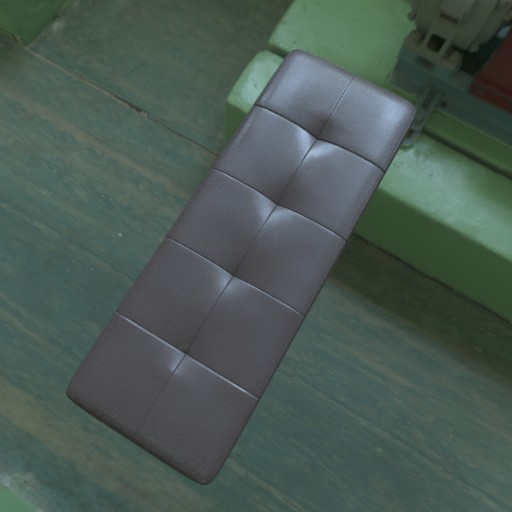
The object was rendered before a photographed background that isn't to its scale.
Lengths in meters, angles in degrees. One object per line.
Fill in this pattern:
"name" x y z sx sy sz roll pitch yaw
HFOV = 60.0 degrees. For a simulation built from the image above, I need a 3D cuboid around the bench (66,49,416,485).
"bench" 0.000 0.000 1.407 0.450 0.417 1.219 29 77 7
